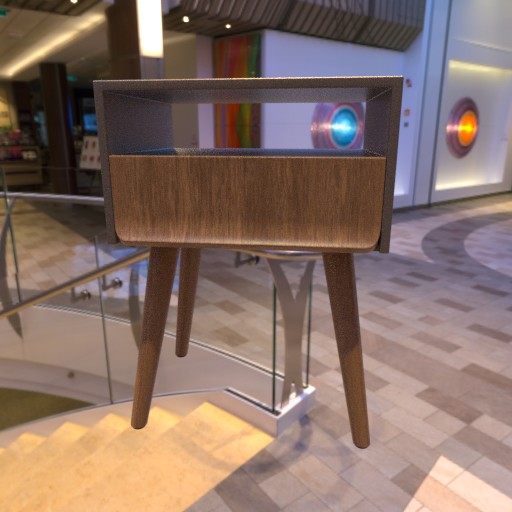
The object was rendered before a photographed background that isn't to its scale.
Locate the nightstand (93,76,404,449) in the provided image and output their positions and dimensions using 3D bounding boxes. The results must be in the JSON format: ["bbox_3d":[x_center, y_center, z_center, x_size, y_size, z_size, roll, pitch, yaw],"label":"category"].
[{"bbox_3d":[0.000,0.000,0.716,0.370,0.508,0.288,2,16,7],"label":"nightstand"}]
